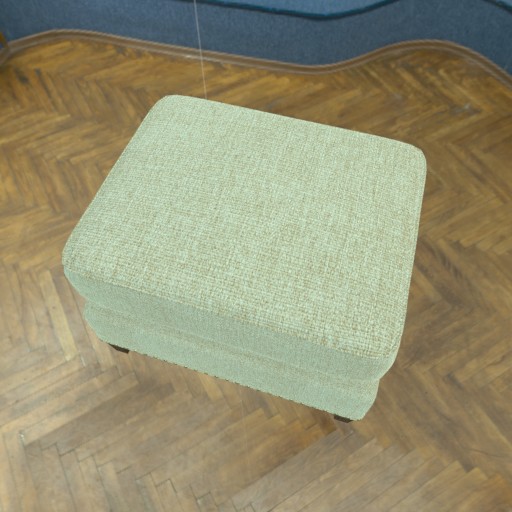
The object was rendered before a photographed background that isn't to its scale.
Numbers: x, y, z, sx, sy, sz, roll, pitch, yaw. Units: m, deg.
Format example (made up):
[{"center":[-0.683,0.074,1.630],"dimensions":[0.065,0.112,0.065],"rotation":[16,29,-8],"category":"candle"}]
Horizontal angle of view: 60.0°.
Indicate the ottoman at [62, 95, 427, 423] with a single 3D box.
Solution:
[{"center":[0.000,0.000,1.160],"dimensions":[0.738,0.537,0.589],"rotation":[15,60,9],"category":"ottoman"}]
